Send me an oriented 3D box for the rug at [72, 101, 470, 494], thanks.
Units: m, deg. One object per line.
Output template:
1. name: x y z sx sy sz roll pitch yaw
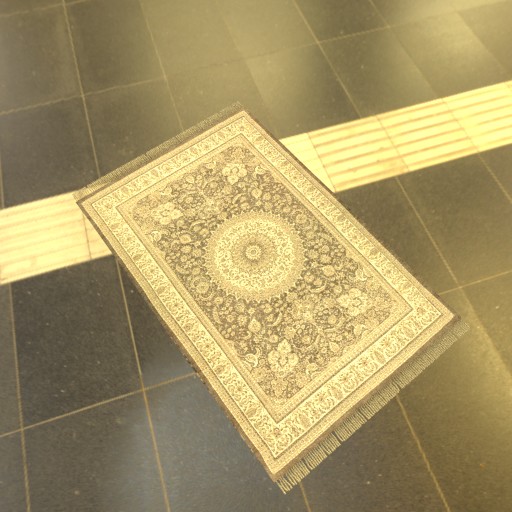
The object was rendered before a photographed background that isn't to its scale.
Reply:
1. rug: 0.000 0.000 4.205 2.143 0.015 3.422 -35 68 -16
